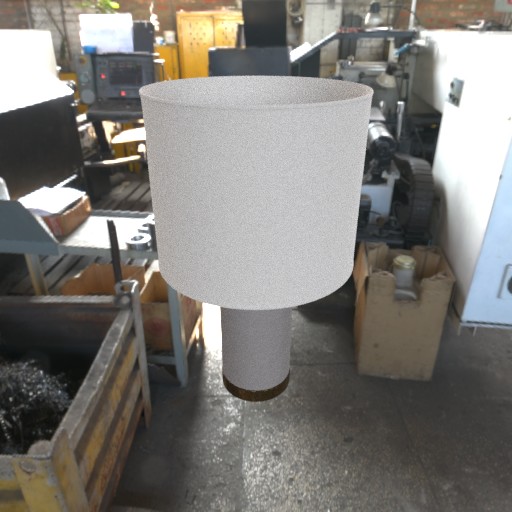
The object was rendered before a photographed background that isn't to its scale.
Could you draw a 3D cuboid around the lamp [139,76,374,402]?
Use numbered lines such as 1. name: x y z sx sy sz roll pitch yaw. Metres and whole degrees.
1. lamp: 0.000 0.000 0.530 0.229 0.380 0.229 0 27 0
